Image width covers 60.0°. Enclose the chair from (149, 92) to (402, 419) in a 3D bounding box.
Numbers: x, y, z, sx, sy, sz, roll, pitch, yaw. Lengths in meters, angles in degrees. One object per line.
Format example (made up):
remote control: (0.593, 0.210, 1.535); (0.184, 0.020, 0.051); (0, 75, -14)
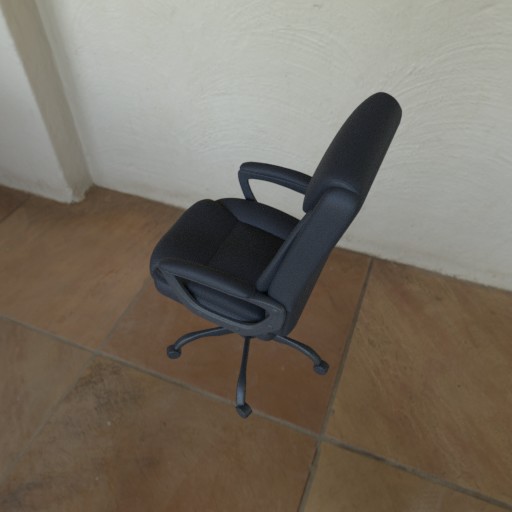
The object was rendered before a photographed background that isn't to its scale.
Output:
chair: (0.000, 0.000, 1.460); (0.655, 1.072, 0.615); (18, 49, 17)
